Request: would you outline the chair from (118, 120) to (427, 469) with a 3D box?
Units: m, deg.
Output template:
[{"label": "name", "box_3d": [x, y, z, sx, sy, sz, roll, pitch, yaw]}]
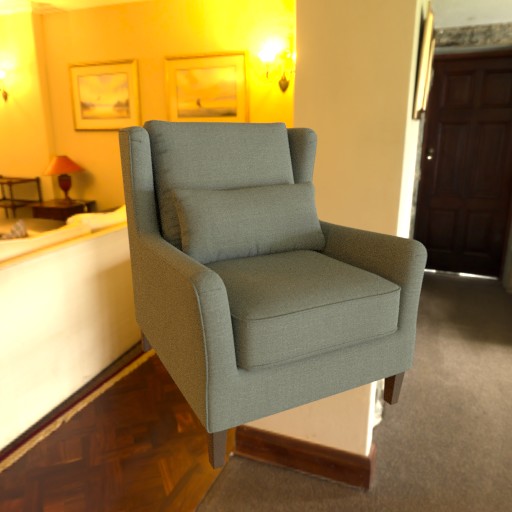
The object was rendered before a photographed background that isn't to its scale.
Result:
[{"label": "chair", "box_3d": [0.000, 0.000, 1.783, 0.866, 1.056, 1.040, -8, 17, -27]}]
